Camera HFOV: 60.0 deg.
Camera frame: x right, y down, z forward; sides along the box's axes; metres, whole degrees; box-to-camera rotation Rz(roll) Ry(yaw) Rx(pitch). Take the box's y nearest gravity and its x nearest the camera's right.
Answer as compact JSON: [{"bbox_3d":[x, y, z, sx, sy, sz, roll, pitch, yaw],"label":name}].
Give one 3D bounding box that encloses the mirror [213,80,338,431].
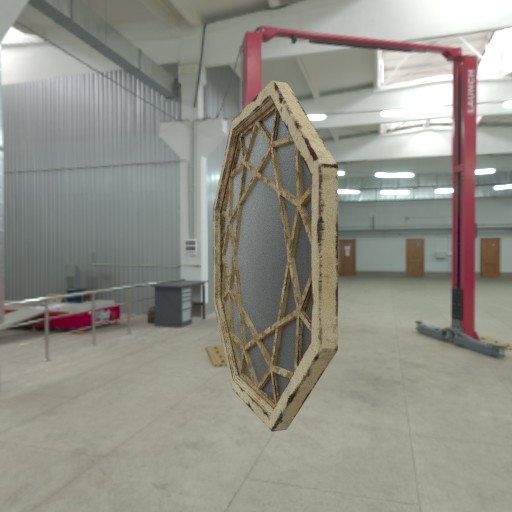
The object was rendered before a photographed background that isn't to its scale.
[{"bbox_3d":[0.000,0.000,0.947,0.031,0.648,0.648,0,1,-19],"label":"mirror"}]
